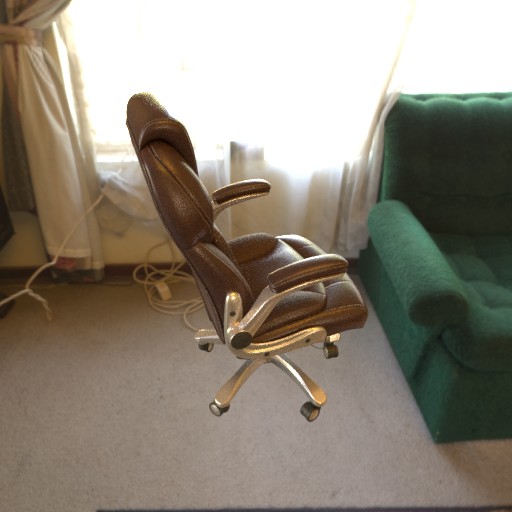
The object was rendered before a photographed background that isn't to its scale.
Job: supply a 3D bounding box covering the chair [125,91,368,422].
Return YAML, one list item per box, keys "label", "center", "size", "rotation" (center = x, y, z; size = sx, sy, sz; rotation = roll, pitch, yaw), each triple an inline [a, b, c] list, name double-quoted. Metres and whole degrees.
- label: "chair"
  center: [0.000, 0.000, 1.645]
  size: [0.774, 1.160, 0.733]
  rotation: [-10, 32, -16]
